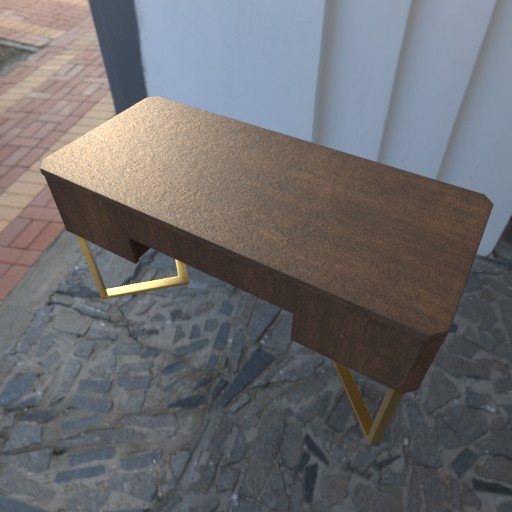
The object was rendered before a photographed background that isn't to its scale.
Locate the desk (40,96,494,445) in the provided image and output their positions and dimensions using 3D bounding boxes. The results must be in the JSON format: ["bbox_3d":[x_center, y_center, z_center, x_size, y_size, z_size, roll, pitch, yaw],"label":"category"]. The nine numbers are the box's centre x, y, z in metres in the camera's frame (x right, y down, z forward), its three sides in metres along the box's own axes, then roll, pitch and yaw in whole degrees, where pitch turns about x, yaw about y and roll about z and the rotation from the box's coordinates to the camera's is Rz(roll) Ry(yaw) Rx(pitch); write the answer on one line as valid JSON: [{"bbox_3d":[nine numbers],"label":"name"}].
[{"bbox_3d":[0.000,0.000,1.819,1.479,0.762,0.684,23,50,21],"label":"desk"}]
